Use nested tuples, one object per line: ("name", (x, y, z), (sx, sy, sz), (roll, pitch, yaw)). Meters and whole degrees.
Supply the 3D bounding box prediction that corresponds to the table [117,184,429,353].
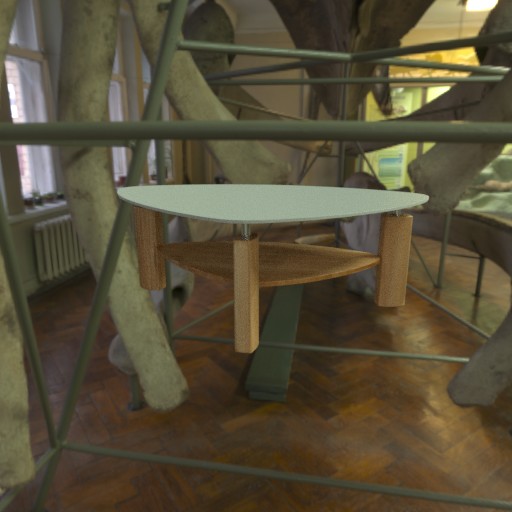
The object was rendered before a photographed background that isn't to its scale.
("table", (0.000, 0.000, 1.675), (1.250, 0.440, 0.850), (3, 16, 11))
